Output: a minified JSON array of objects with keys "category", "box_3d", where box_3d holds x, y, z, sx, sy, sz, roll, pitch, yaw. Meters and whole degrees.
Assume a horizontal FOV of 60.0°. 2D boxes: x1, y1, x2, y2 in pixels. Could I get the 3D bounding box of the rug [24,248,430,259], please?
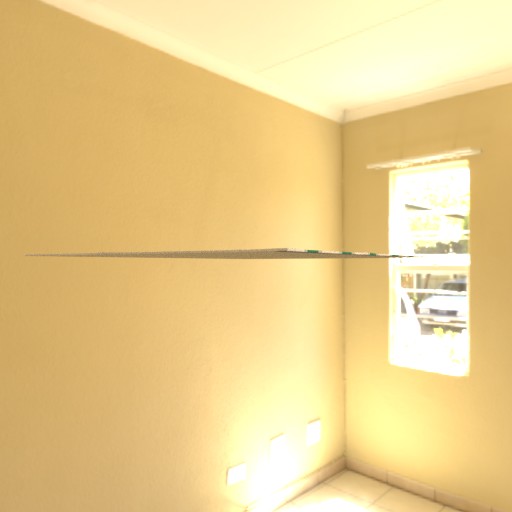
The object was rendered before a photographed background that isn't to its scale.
[{"category":"rug","box_3d":[0.000,0.000,4.129,2.434,0.019,3.041,-1,-1,34]}]
